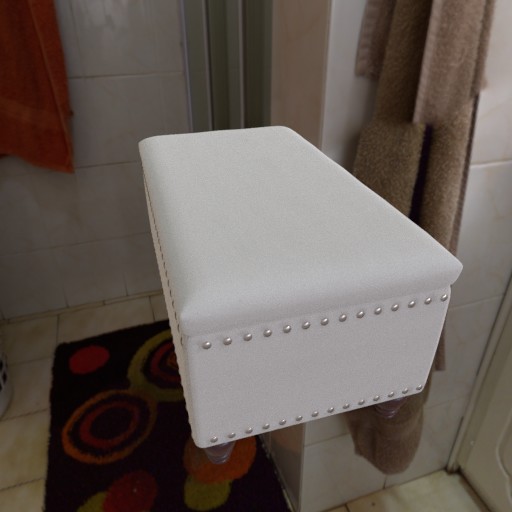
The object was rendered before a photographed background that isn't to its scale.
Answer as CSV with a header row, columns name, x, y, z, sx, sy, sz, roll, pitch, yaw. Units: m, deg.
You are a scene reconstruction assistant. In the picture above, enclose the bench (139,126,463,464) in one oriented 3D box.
name,x,y,z,sx,sy,sz,roll,pitch,yaw
bench,0.000,0.000,1.174,0.500,0.449,0.887,-9,33,-14
